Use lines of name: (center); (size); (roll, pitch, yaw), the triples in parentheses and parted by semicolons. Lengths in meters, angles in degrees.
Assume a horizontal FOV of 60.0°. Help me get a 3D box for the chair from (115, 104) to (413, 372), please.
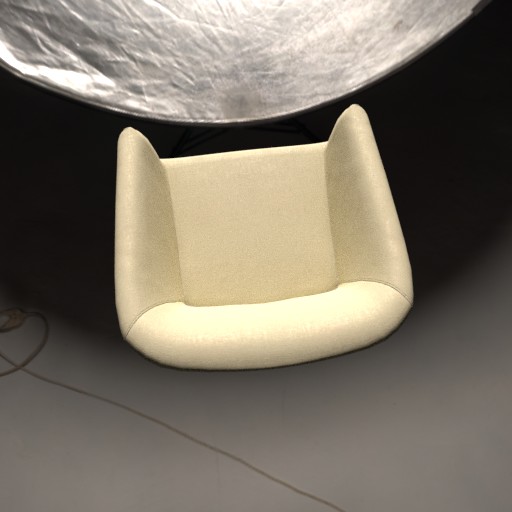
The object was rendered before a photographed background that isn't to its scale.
chair: (0.000, 0.000, 1.302); (0.643, 0.822, 0.657); (-6, 75, -2)
